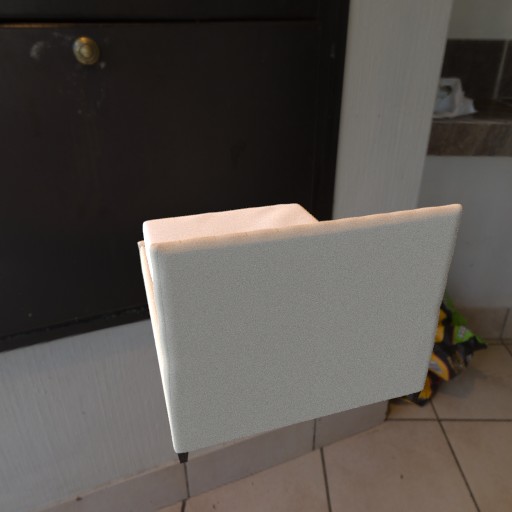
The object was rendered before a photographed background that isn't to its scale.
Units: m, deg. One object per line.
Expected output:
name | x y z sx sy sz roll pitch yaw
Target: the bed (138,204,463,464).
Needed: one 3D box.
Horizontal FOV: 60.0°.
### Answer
bed | 0.000 0.000 3.424 1.696 1.426 2.233 -8 28 -16
